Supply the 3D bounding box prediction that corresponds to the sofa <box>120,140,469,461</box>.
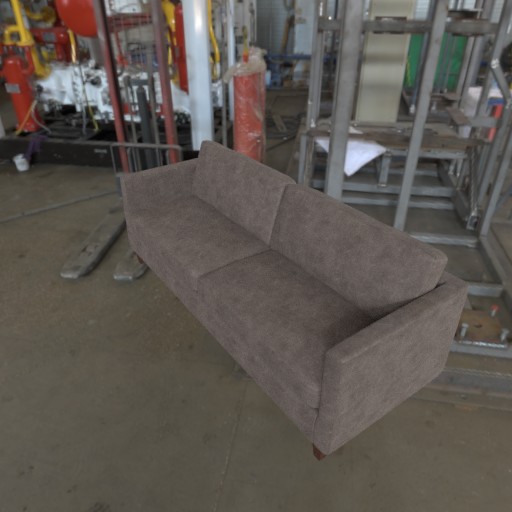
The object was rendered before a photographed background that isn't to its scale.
[{"bbox_3d":[0.000,0.000,2.966,0.951,0.965,2.434,-21,38,-30],"label":"sofa"}]
